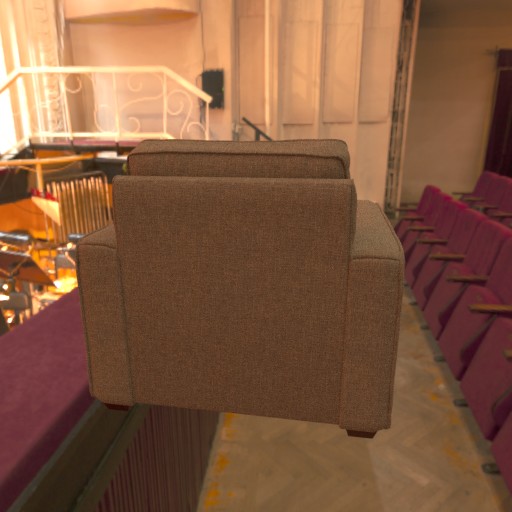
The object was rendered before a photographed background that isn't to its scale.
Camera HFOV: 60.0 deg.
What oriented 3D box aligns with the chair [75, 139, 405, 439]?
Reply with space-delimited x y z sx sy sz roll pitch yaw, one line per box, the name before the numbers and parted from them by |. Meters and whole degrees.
chair | 0.000 0.000 1.747 1.016 0.914 0.940 3 17 9
